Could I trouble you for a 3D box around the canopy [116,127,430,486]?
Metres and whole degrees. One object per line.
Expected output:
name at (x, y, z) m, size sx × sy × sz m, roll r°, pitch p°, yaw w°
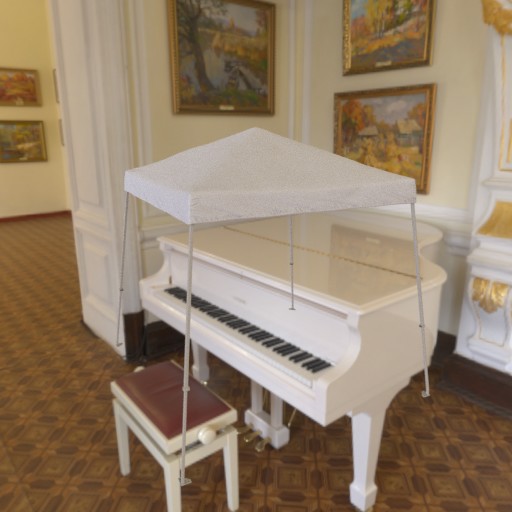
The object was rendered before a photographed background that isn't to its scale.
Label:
canopy at (0.000, 0.000, 6.441) m, size 3.599 × 3.600 × 3.600 m, roll -8°, pitch 17°, yaw -26°
